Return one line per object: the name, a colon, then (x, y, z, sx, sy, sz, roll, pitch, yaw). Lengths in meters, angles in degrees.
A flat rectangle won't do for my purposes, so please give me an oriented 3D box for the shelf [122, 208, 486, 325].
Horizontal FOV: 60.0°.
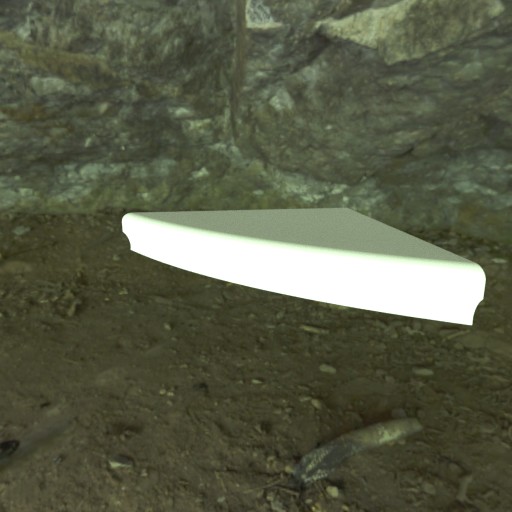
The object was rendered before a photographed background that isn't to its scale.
shelf: (0.000, 0.000, 0.463, 0.310, 0.050, 0.310, -2, 15, -8)
